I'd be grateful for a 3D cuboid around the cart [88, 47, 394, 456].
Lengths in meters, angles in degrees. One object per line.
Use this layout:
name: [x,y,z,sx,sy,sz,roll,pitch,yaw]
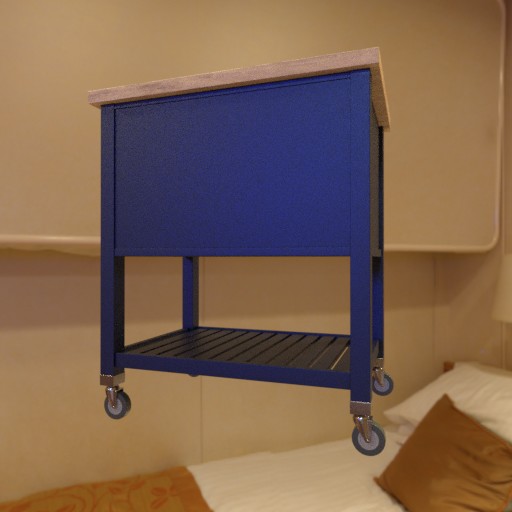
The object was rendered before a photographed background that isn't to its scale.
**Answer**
cart: [0.000,0.000,1.372,0.797,0.920,0.567,0,0,19]
